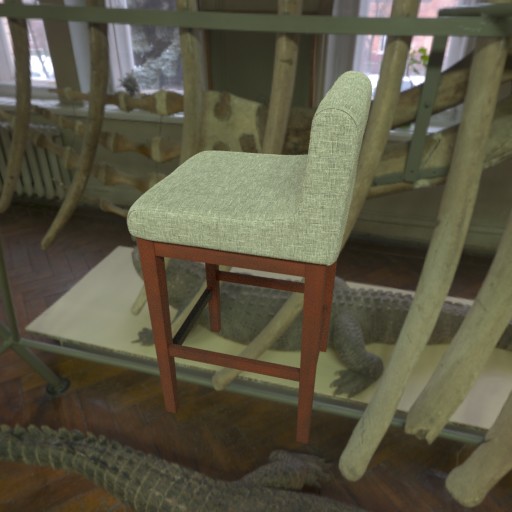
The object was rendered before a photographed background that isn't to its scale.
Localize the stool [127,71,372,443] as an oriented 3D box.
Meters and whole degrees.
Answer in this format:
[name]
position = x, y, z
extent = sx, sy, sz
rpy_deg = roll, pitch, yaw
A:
[stool]
position = 0.000, 0.000, 1.109
extent = 0.459, 0.835, 0.417
rpy_deg = 8, 31, 13
